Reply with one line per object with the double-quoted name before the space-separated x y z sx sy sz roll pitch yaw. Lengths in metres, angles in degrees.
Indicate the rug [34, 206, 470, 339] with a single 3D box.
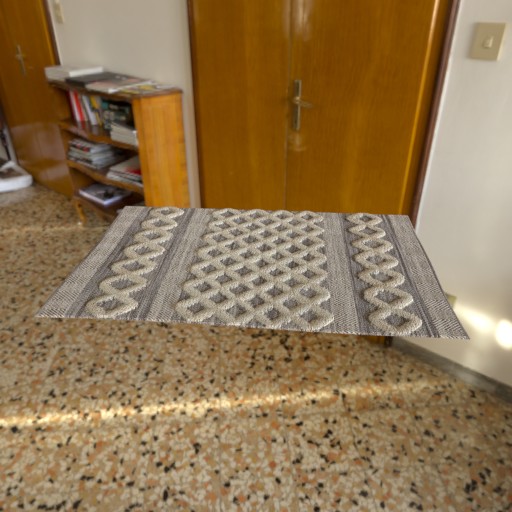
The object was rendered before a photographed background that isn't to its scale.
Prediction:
"rug" 0.000 0.000 2.996 2.333 0.033 1.513 2 30 4
